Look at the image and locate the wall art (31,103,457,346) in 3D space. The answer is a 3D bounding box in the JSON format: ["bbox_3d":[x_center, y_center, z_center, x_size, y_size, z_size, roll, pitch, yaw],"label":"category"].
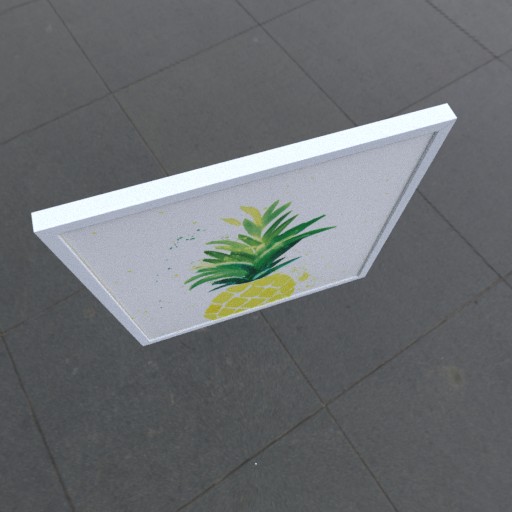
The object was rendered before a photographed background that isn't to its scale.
[{"bbox_3d":[0.000,0.000,1.113,0.763,0.761,0.038,-16,66,-8],"label":"wall art"}]
